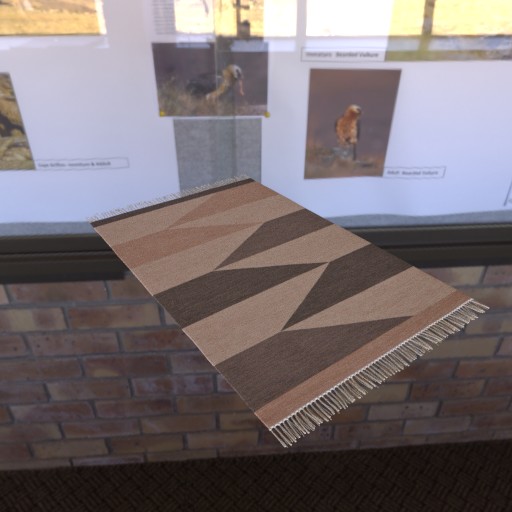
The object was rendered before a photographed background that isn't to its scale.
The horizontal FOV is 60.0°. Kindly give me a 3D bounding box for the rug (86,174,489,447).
[{"bbox_3d":[0.000,0.000,2.428,1.224,0.027,2.021,-21,38,-30],"label":"rug"}]
